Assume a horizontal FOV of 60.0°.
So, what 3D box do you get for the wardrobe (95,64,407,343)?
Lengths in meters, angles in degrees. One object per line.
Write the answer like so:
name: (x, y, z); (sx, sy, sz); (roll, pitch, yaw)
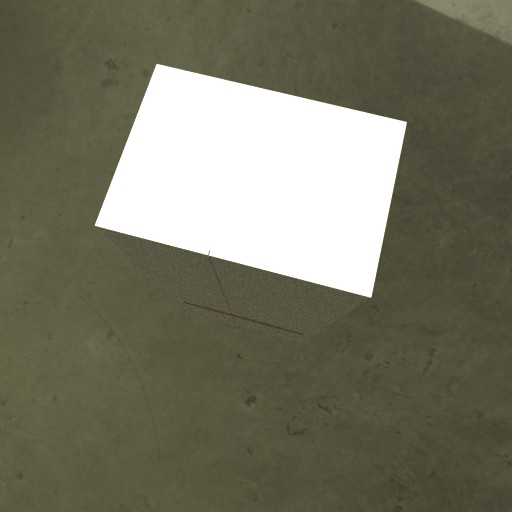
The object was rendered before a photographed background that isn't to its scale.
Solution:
wardrobe: (0.000, 0.000, 2.389); (0.860, 2.040, 0.600); (15, 75, 4)
